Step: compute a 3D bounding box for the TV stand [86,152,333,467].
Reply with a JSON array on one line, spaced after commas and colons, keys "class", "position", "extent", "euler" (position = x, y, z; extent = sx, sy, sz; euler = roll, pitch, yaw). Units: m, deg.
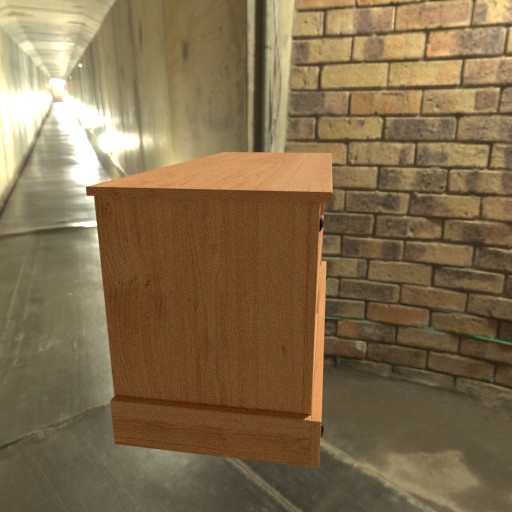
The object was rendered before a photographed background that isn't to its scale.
[{"class": "TV stand", "position": [0.000, 0.000, 1.342], "extent": [0.440, 0.550, 1.080], "euler": [3, 17, 9]}]
